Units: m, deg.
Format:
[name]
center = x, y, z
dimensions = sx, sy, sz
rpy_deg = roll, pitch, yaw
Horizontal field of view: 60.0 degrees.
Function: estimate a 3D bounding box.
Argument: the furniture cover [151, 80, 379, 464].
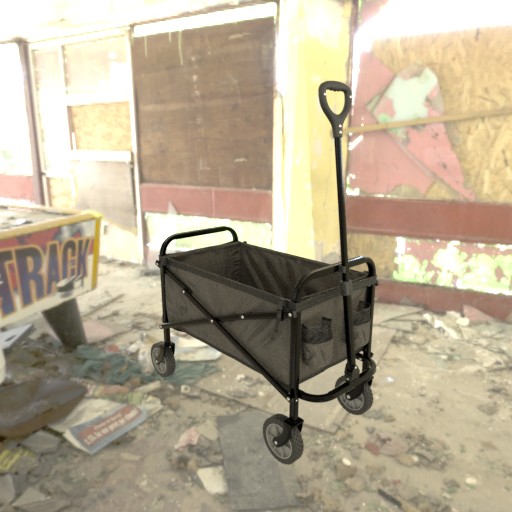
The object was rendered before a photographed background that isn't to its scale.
[furniture cover]
center = 0.000, 0.000, 1.839
dimensions = 0.532, 1.295, 1.038
rpy_deg = -13, 19, -41
